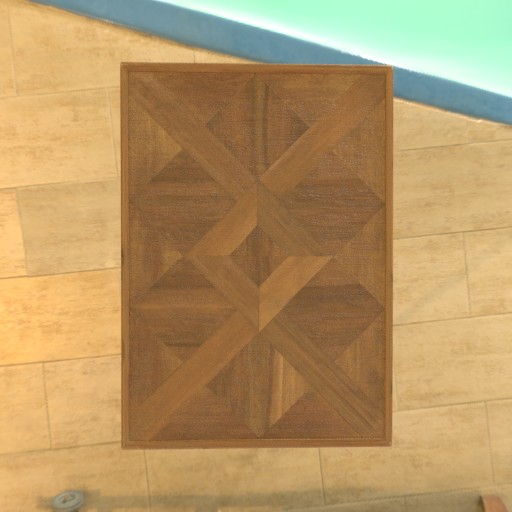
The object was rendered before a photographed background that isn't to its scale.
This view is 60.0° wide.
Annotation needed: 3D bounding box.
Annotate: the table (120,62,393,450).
[{"bbox_3d":[0.000,0.000,1.669,0.877,0.492,1.238,0,91,-2],"label":"table"}]
